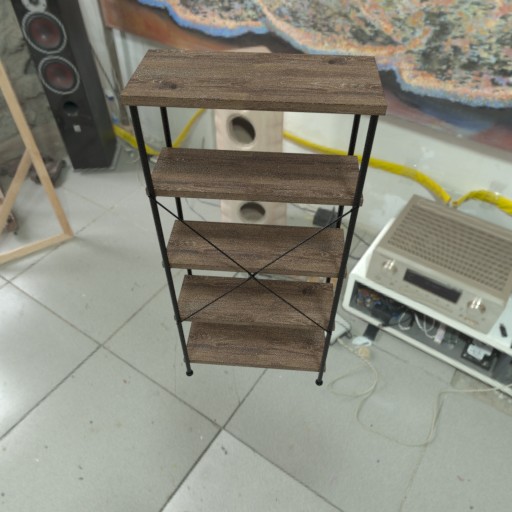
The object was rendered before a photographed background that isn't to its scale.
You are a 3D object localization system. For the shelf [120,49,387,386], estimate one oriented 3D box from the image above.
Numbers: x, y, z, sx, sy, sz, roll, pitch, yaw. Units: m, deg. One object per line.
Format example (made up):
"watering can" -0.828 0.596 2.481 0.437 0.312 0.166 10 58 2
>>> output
"shelf" 0.000 0.000 2.054 0.800 1.700 0.360 3 46 3
